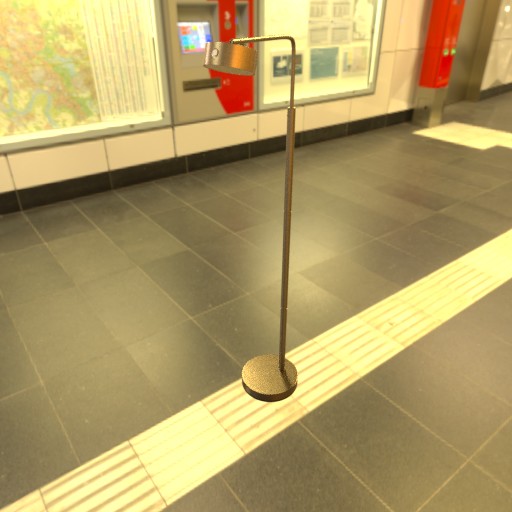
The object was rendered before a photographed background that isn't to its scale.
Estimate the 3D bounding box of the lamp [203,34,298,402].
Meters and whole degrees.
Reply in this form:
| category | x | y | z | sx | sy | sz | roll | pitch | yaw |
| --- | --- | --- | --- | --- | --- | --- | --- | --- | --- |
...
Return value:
| category | x | y | z | sx | sy | sz | roll | pitch | yaw |
| --- | --- | --- | --- | --- | --- | --- | --- | --- | --- |
| lamp | 0.000 | 0.000 | 1.378 | 0.219 | 1.230 | 0.418 | 18 | 34 | 28 |
